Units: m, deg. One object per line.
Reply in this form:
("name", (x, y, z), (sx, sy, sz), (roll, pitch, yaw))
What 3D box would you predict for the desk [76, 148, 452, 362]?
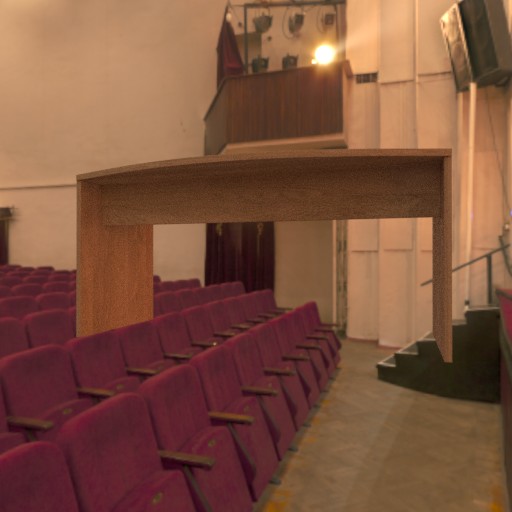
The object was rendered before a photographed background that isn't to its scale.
("desk", (0.000, 0.000, 2.025), (1.600, 0.752, 0.802), (0, 0, 18))
